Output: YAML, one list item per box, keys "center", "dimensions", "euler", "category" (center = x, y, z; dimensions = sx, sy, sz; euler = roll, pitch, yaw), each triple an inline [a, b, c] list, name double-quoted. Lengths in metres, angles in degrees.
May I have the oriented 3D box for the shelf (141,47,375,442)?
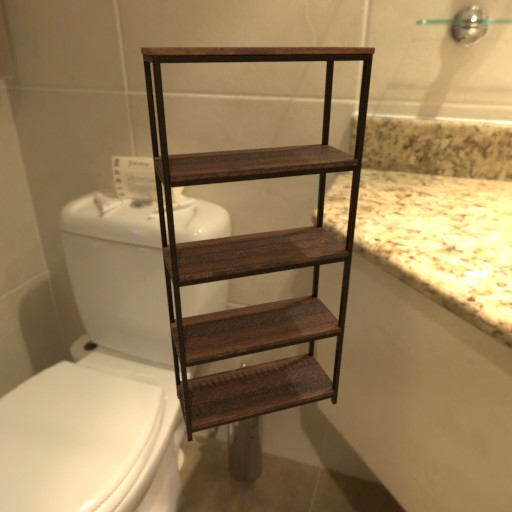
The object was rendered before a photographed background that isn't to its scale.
- center: [0.000, 0.000, 2.185]
  dimensions: [0.874, 1.860, 0.359]
  euler: [-8, 27, -16]
  category: "shelf"
